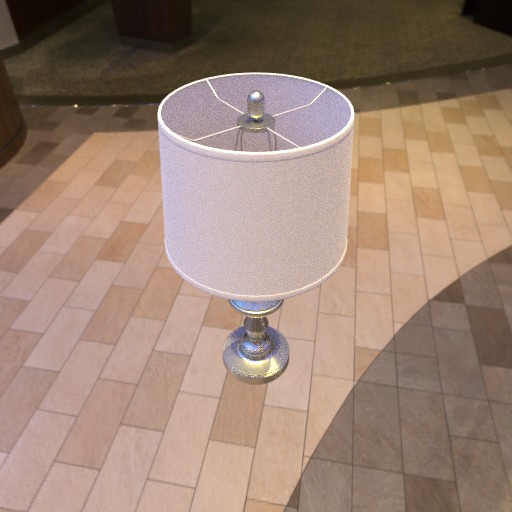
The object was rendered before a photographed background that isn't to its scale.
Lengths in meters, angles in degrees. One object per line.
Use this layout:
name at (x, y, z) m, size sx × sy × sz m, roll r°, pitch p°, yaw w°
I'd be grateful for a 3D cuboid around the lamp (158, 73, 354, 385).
lamp at (0.000, 0.000, 0.982) m, size 0.383 × 0.733 × 0.383 m, roll 0°, pitch 41°, yaw 0°
